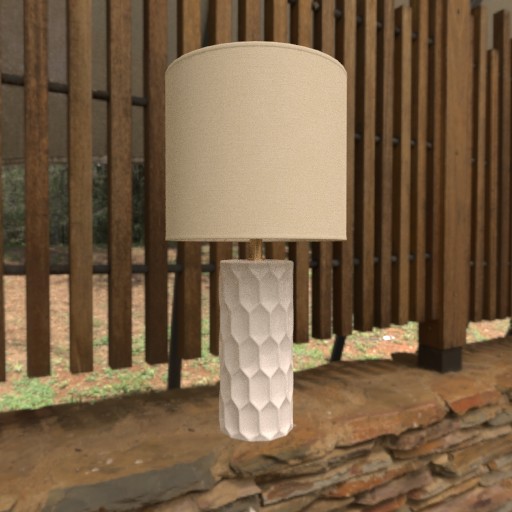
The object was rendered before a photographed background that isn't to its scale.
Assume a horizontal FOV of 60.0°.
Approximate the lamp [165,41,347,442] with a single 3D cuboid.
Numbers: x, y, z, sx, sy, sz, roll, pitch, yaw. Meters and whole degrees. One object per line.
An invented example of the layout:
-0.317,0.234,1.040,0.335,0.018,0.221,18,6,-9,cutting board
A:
0.000,0.000,0.691,0.277,0.537,0.277,-1,1,-36,lamp
